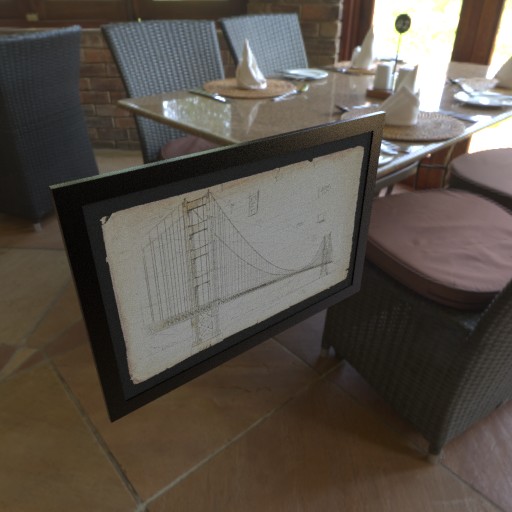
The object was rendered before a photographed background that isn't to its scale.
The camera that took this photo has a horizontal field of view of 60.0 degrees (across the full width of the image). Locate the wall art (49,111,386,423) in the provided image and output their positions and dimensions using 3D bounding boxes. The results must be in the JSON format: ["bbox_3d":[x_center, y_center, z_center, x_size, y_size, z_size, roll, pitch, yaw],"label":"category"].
[{"bbox_3d":[0.000,0.000,0.851,0.660,0.447,0.013,-22,37,-31],"label":"wall art"}]
